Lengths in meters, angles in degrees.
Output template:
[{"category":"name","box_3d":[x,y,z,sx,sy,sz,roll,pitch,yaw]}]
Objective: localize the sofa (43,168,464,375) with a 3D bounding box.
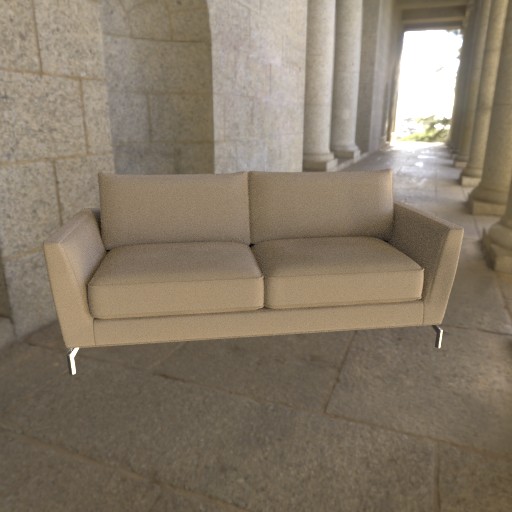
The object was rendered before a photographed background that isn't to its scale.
[{"category":"sofa","box_3d":[0.000,0.000,2.744,2.214,1.005,0.868,-2,18,-7]}]
